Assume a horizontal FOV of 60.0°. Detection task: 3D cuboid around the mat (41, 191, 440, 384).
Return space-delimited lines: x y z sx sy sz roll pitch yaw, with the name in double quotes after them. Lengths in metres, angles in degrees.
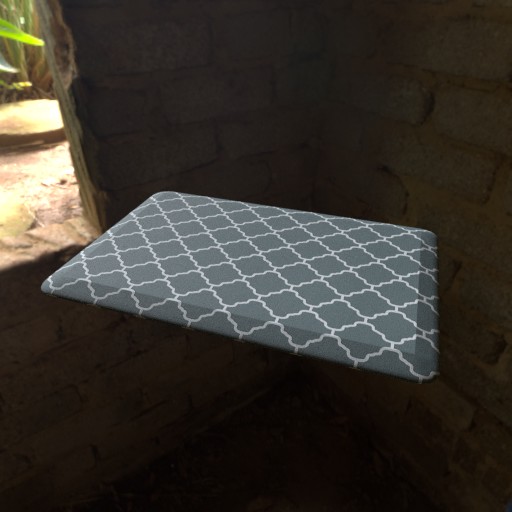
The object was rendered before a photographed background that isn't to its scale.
0.000 0.000 0.972 0.762 0.021 0.508 10 34 16 "mat"
